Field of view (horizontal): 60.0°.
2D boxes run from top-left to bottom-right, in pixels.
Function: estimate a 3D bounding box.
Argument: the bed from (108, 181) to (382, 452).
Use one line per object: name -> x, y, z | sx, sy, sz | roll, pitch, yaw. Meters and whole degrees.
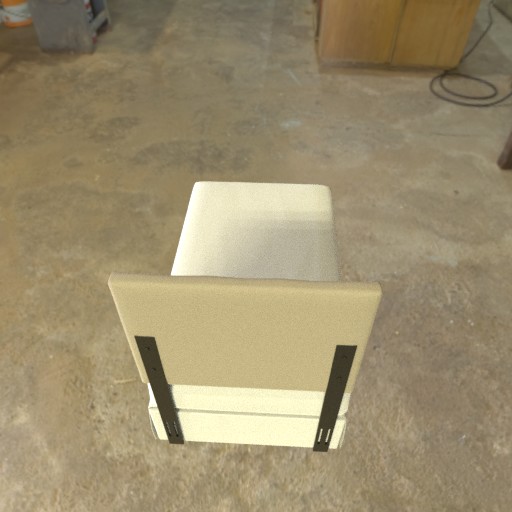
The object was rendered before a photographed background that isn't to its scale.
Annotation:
bed -> 0.000, 0.000, 3.047 | 1.261, 1.571, 1.997 | 2, 45, 2
